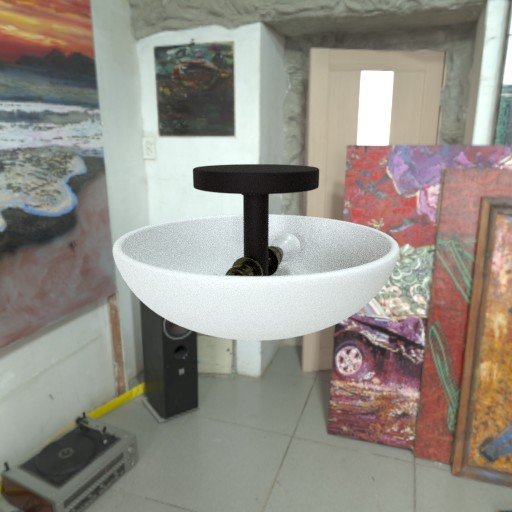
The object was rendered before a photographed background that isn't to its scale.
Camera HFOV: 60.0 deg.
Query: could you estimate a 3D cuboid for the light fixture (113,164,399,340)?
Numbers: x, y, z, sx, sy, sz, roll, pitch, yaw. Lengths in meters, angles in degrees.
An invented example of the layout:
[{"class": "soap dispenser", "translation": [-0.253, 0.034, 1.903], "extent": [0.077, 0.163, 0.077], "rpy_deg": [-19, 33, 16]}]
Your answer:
[{"class": "light fixture", "translation": [0.000, 0.000, 0.541], "extent": [0.331, 0.212, 0.331], "rpy_deg": [0, 15, 0]}]
